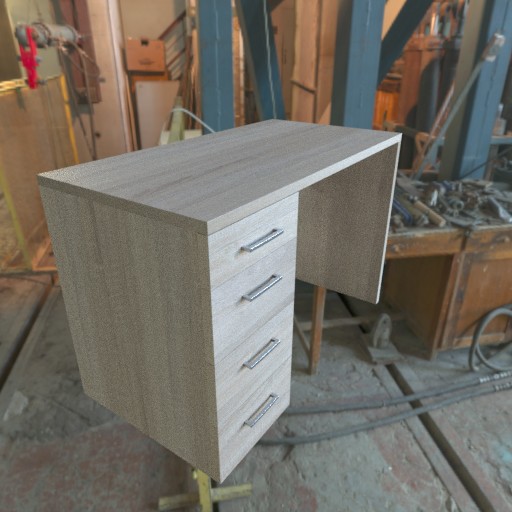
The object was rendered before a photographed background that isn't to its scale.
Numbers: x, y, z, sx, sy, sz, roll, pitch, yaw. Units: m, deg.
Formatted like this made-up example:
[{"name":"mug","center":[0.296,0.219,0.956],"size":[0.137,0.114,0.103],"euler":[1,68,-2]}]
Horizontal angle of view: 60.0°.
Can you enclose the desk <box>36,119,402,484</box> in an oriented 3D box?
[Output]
[{"name":"desk","center":[0.000,0.000,1.541],"size":[0.600,0.731,1.100],"euler":[17,31,31]}]
